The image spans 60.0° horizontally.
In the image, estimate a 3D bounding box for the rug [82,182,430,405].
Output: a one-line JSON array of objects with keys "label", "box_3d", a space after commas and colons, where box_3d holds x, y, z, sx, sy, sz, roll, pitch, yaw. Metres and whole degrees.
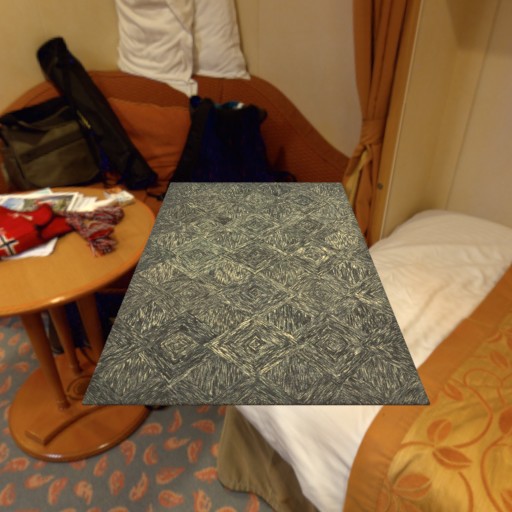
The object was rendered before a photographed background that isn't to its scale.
[{"label": "rug", "box_3d": [0.000, 0.000, 2.855, 1.478, 0.017, 2.330, 0, 33, 0]}]
